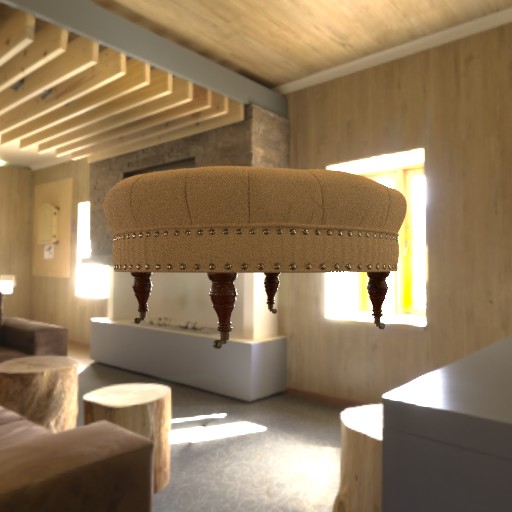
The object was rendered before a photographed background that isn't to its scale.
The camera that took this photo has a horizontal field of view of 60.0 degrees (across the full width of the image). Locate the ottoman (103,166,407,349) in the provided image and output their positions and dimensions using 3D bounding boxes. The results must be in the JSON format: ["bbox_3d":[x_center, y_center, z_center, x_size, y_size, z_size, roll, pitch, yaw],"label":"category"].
[{"bbox_3d":[0.000,0.000,1.384,0.901,0.439,0.901,0,-1,0],"label":"ottoman"}]
